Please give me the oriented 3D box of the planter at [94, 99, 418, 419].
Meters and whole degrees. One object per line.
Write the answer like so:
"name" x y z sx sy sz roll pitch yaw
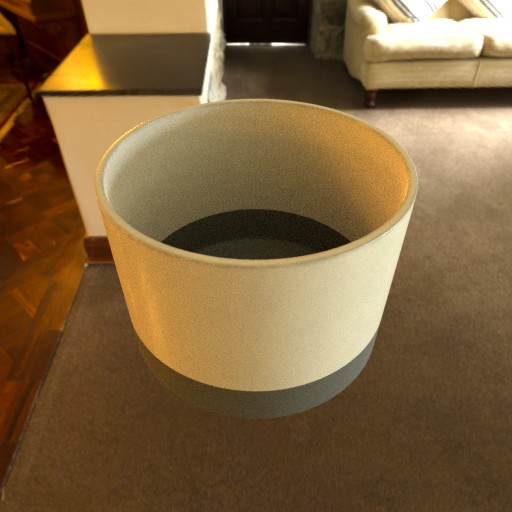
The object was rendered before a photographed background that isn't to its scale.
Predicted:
"planter" 0.000 0.000 0.216 0.128 0.105 0.128 0 41 0
